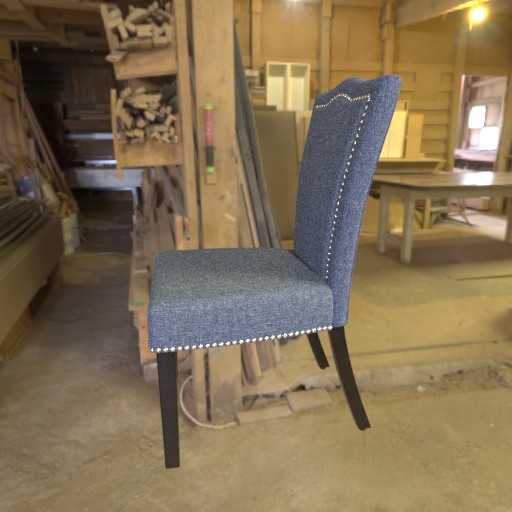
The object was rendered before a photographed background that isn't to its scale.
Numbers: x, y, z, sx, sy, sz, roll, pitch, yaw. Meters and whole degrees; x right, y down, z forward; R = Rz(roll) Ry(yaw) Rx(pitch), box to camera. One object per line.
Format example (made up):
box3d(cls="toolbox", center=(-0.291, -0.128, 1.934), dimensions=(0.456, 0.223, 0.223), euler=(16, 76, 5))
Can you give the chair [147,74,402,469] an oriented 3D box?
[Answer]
box3d(cls="chair", center=(0.000, 0.000, 1.247), dimensions=(0.589, 0.946, 0.518), euler=(-3, 15, -10))
